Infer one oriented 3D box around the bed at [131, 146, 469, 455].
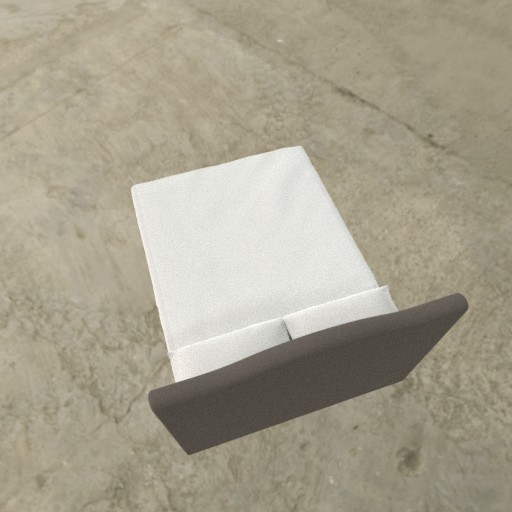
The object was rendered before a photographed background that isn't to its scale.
[{"bbox_3d":[0.000,0.000,3.149,1.666,1.387,2.036,-16,59,-10],"label":"bed"}]
